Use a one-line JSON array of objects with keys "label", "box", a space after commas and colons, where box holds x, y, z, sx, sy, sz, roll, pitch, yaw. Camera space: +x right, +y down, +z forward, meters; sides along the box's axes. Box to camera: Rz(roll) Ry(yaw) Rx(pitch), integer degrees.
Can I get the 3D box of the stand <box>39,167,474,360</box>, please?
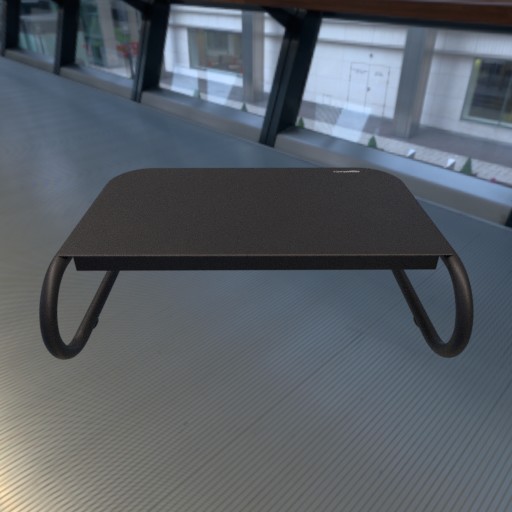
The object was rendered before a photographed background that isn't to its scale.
[{"label": "stand", "box": [0.000, 0.000, 0.497, 0.370, 0.108, 0.280, 0, 32, 0]}]
